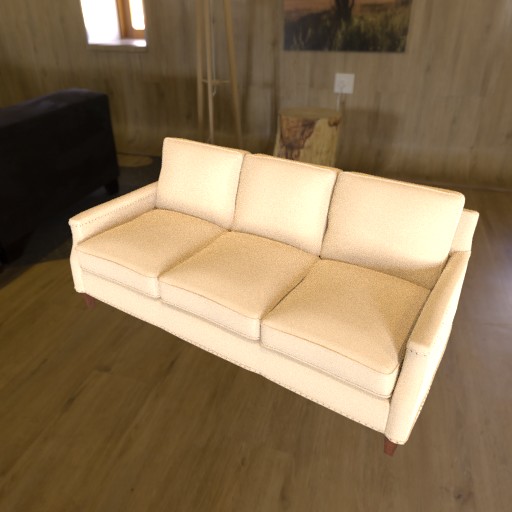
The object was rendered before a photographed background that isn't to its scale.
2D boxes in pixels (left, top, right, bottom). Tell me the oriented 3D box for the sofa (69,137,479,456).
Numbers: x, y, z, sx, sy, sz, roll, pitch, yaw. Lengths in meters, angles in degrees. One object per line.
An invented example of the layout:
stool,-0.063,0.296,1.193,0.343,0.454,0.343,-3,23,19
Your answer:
sofa,0.000,0.000,2.668,2.246,1.003,1.084,18,34,28
